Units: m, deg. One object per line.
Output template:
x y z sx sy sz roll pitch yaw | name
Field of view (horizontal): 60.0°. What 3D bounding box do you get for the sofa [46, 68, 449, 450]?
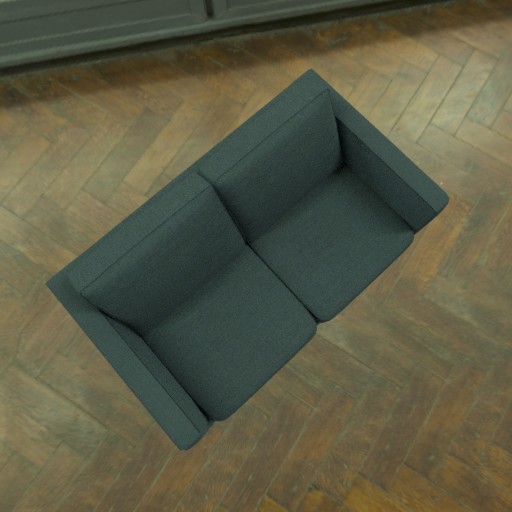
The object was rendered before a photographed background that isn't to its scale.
0.000 0.000 2.278 1.659 0.907 0.999 -41 80 -9 | sofa
